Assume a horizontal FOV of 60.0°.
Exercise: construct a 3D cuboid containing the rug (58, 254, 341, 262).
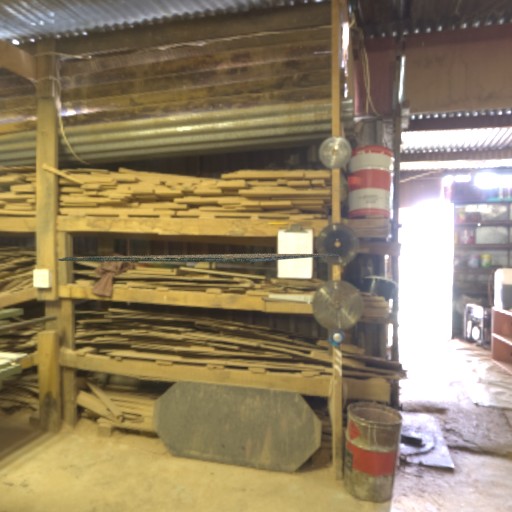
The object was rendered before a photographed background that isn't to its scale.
[{"bbox_3d":[0.000,0.000,2.487,0.685,0.014,2.292,0,1,17],"label":"rug"}]
